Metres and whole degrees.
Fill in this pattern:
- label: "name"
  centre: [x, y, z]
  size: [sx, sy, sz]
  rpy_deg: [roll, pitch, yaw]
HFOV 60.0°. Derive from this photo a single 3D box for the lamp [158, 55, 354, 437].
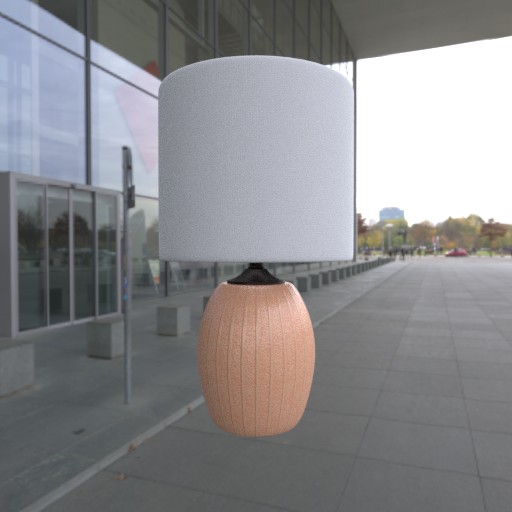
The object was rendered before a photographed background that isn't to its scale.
- label: "lamp"
  centre: [0.000, 0.000, 0.766]
  size: [0.329, 0.570, 0.329]
  rpy_deg: [0, 1, 0]
